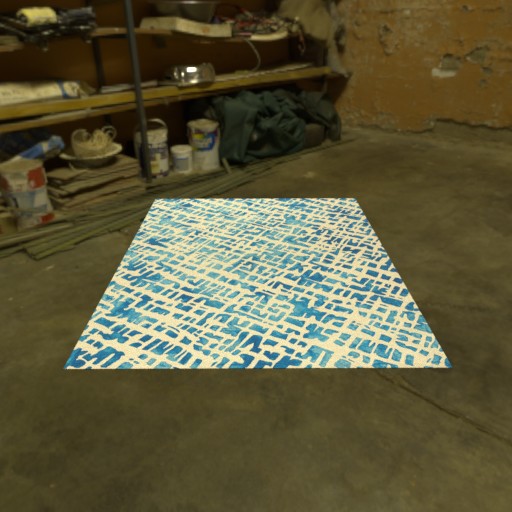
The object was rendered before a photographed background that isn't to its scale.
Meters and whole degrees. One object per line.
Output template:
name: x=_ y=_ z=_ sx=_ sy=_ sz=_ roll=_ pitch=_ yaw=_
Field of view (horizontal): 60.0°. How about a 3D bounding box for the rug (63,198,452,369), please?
rug: x=0.000 y=0.000 z=4.082 sx=2.435 sy=0.007 sz=3.007 roll=0 pitch=28 yaw=0
